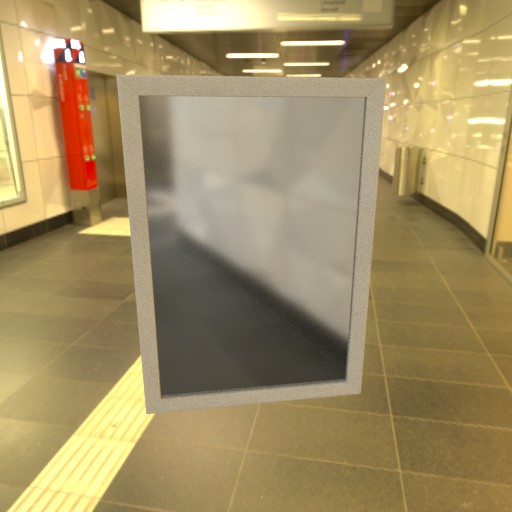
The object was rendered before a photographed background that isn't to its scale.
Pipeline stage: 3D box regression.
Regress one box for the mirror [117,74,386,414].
[{"bbox_3d":[0.000,0.000,0.948,0.507,0.710,0.040,-3,17,-8],"label":"mirror"}]
